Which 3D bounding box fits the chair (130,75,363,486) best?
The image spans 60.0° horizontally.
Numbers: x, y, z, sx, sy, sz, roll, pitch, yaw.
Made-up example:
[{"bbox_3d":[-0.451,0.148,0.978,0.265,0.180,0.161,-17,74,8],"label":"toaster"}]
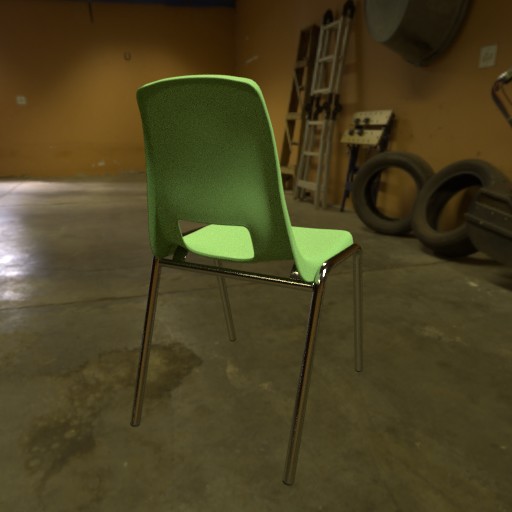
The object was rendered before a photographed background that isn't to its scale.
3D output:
[{"bbox_3d":[0.000,0.000,0.912,0.381,0.653,0.436,8,18,26],"label":"chair"}]
